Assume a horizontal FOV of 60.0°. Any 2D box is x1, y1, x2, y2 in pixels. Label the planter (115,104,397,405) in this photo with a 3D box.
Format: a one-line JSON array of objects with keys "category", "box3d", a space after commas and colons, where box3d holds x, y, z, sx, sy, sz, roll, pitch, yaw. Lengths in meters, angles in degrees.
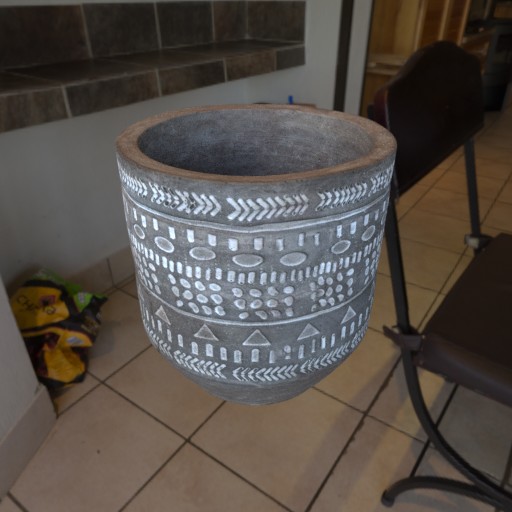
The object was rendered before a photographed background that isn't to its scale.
[{"category": "planter", "box3d": [0.000, 0.000, 0.266, 0.142, 0.149, 0.142, 0, 31, 0]}]
